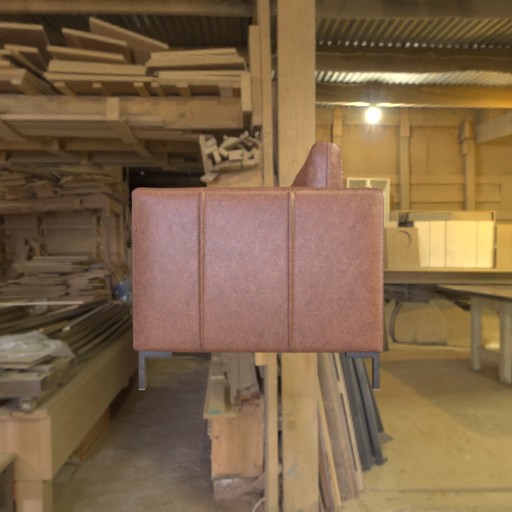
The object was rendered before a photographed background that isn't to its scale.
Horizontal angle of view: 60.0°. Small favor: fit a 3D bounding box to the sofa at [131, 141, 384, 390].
[{"bbox_3d":[0.000,0.000,2.366,0.899,0.883,1.797,0,1,0],"label":"sofa"}]
